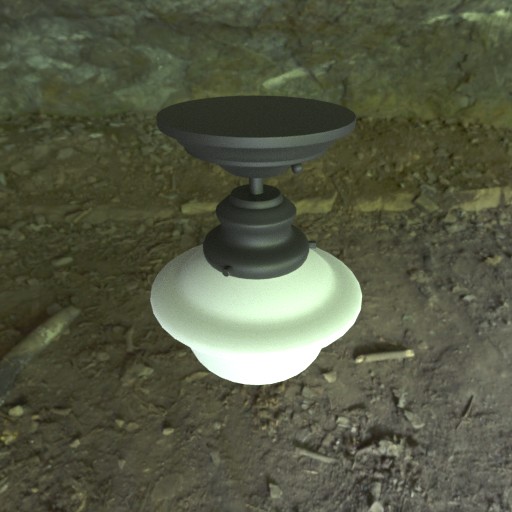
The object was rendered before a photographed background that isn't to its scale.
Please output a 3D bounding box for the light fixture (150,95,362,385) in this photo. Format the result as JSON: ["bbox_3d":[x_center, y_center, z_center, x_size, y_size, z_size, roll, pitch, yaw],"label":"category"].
[{"bbox_3d":[0.000,0.000,0.404,0.197,0.254,0.197,0,29,0],"label":"light fixture"}]
